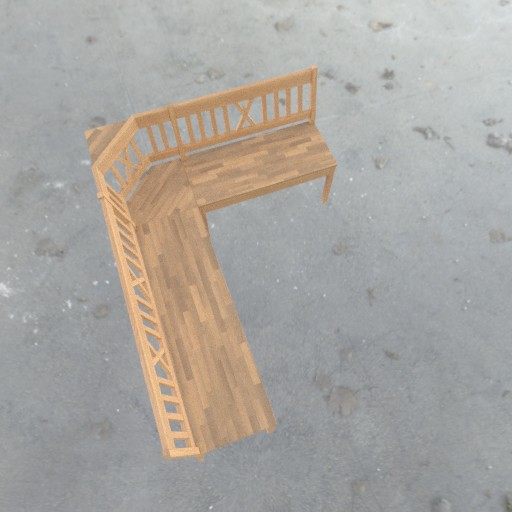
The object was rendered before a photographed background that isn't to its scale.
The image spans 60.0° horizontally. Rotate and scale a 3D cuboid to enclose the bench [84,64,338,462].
[{"bbox_3d":[0.000,0.000,2.773,1.537,0.902,1.937,-18,65,-9],"label":"bench"}]
